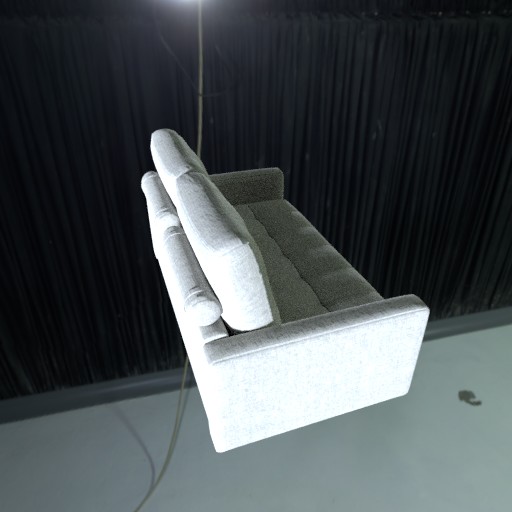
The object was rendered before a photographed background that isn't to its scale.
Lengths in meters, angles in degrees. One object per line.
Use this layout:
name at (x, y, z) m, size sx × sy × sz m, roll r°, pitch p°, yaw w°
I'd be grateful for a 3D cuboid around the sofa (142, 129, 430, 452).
sofa at (0.000, 0.000, 2.014) m, size 0.842 × 0.907 × 1.407 m, roll -11°, pitch 34°, yaw -16°
